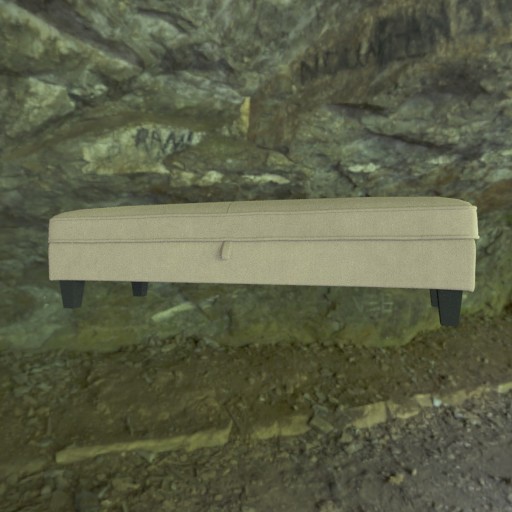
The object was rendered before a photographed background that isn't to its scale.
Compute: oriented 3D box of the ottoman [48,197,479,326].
[{"bbox_3d":[0.000,0.000,1.986,1.726,0.460,0.735,0,0,18],"label":"ottoman"}]
